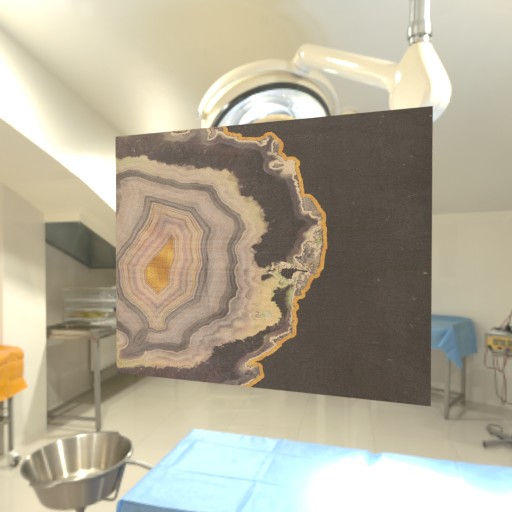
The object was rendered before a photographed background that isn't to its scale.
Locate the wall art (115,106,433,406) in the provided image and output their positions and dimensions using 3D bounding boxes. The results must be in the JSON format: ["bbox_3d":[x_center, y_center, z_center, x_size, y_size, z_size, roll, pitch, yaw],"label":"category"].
[{"bbox_3d":[0.000,0.000,0.688,0.508,0.408,0.010,0,1,19],"label":"wall art"}]
